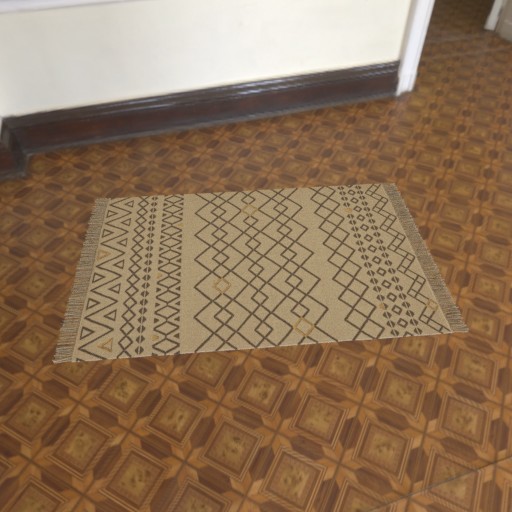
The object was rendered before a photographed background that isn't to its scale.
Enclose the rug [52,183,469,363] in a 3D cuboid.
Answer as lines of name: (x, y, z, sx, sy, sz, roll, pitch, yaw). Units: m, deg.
rug: (0.000, 0.000, 3.106, 2.472, 0.035, 1.495, -4, 46, -3)
